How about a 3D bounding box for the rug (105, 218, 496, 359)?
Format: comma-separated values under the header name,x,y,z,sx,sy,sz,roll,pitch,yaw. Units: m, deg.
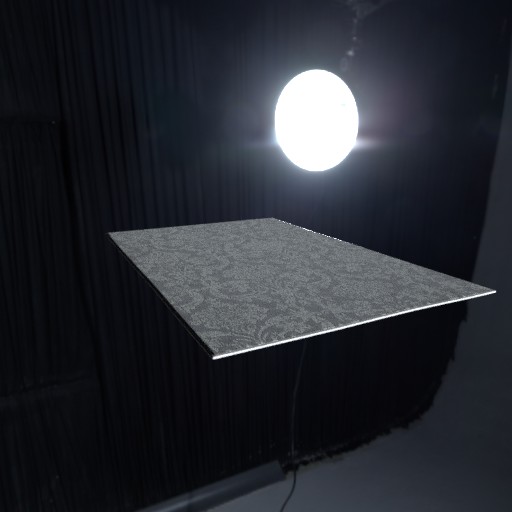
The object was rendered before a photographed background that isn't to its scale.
name,x,y,z,sx,sy,sz,roll,pitch,yaw
rug,0.000,0.000,3.427,1.819,0.018,2.746,-8,17,-26
